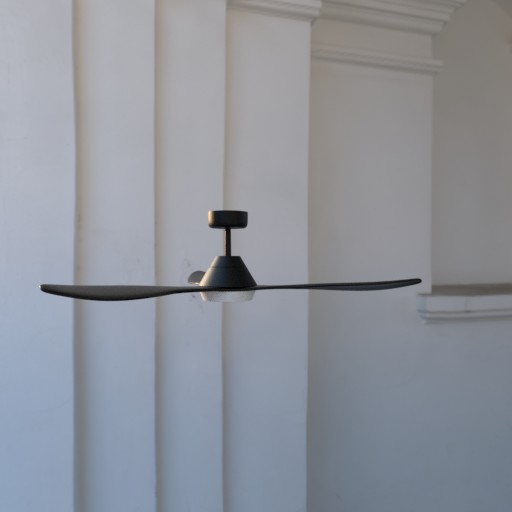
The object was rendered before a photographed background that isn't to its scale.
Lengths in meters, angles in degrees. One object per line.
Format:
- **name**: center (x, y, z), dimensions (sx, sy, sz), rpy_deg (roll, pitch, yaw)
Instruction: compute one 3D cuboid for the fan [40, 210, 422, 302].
- **fan**: center (0.000, 0.000, 1.605), dimensions (1.067, 0.305, 1.067), rpy_deg (0, 0, 0)
